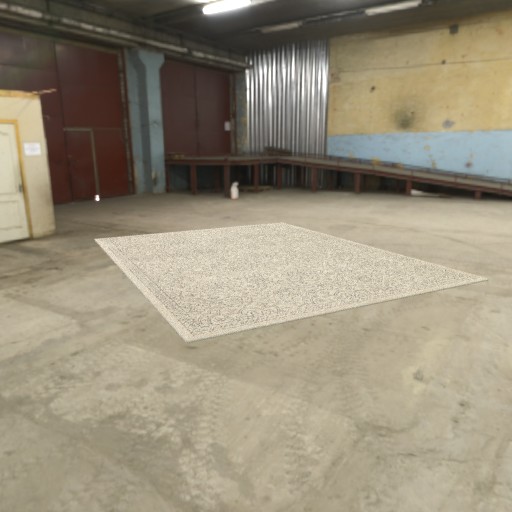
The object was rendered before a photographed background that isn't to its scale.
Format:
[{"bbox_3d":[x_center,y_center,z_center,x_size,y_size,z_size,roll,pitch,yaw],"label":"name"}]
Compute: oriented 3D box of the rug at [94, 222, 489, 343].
[{"bbox_3d":[0.000,0.000,4.154,2.441,0.015,3.050,-7,15,-27],"label":"rug"}]
